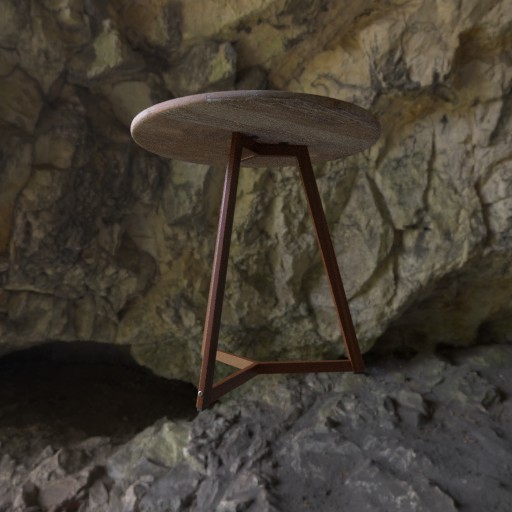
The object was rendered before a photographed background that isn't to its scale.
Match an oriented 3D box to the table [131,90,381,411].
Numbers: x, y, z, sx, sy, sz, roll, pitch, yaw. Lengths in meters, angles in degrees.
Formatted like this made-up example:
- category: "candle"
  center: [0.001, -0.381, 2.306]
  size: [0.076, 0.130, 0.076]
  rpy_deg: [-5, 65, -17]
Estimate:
- category: "table"
  center: [0.000, 0.000, 0.918]
  size: [0.500, 0.500, 0.500]
  rpy_deg: [0, 0, 0]
